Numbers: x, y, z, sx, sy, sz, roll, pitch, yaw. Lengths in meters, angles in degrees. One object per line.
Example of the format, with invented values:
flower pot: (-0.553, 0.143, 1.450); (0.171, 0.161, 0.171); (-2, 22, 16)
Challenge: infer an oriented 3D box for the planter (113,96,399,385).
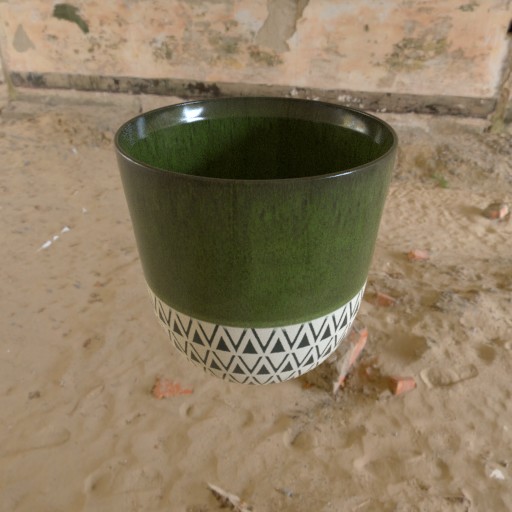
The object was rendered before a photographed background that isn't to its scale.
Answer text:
planter: (0.000, 0.000, 0.466); (0.245, 0.270, 0.245); (0, 32, 0)
